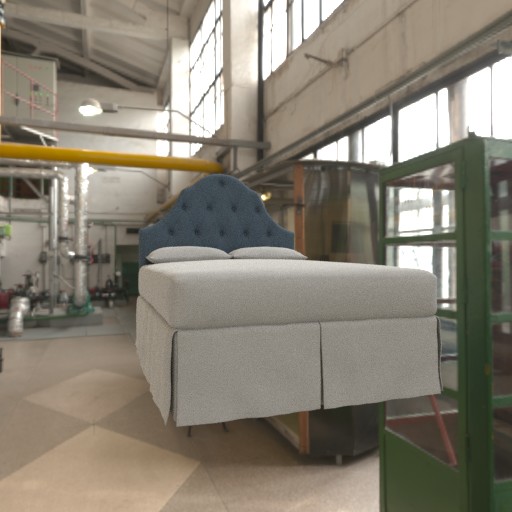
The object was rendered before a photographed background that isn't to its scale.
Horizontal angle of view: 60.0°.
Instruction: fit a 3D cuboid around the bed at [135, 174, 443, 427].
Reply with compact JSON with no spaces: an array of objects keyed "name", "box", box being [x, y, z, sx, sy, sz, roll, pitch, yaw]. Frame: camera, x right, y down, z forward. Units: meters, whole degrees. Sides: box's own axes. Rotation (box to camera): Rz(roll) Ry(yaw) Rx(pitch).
[{"name":"bed","box":[0.000,0.000,3.287,1.636,1.575,2.155,0,0,-19]}]
